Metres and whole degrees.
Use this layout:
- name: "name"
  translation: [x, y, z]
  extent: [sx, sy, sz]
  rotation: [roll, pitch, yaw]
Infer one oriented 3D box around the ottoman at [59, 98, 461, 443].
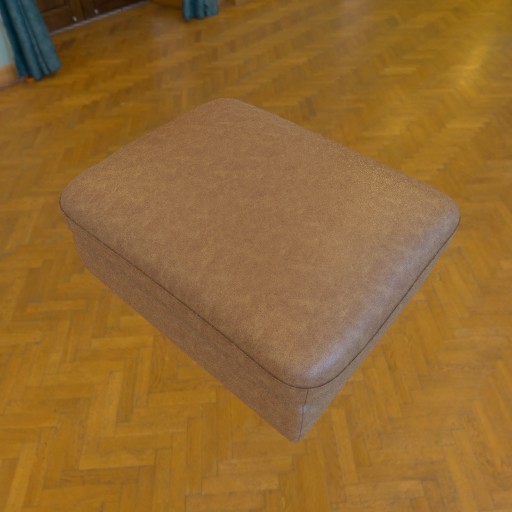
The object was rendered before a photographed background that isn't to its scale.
- name: "ottoman"
  translation: [0.000, 0.000, 1.094]
  extent: [0.747, 0.478, 0.593]
  rotation: [32, 55, 26]
